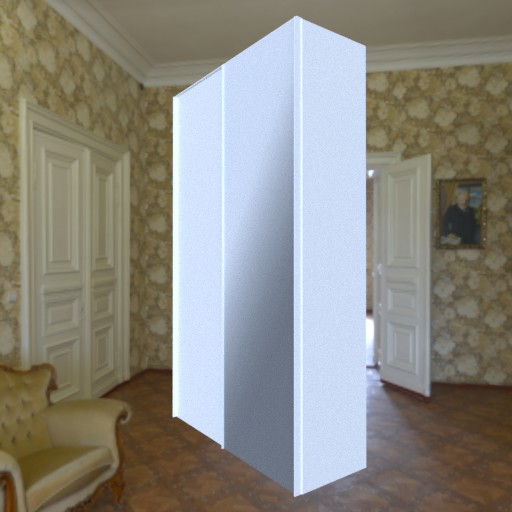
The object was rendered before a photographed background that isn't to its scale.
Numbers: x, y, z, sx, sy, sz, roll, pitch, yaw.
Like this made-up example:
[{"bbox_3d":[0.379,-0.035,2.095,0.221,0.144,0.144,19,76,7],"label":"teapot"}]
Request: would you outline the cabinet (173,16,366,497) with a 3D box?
[{"bbox_3d":[0.000,0.000,2.626,0.480,2.160,1.250,0,0,-36],"label":"cabinet"}]
